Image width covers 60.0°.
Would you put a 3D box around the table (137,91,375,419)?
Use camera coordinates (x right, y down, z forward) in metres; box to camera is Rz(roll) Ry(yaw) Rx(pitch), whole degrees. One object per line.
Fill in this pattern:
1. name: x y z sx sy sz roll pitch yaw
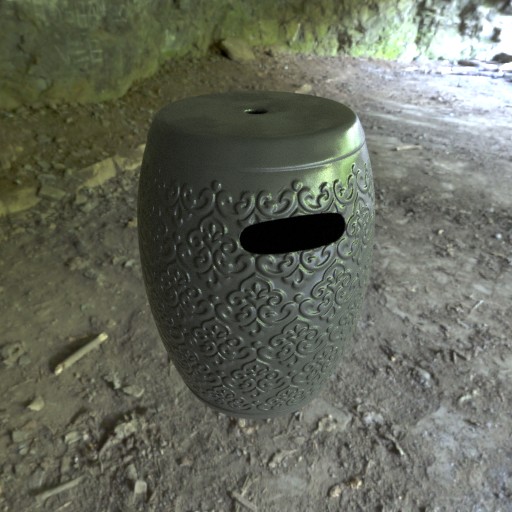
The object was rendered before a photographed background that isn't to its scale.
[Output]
1. table: 0.000 0.000 0.615 0.309 0.397 0.309 0 31 0
